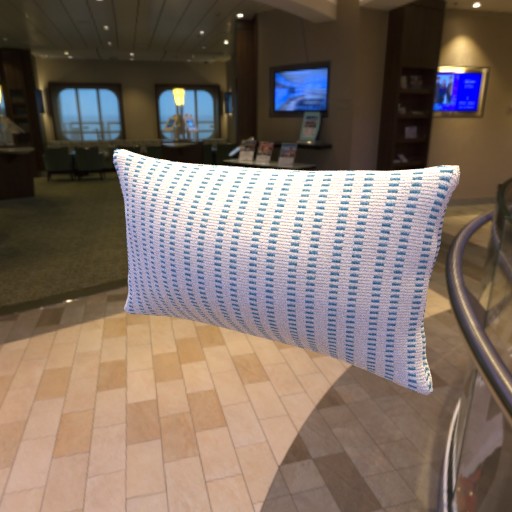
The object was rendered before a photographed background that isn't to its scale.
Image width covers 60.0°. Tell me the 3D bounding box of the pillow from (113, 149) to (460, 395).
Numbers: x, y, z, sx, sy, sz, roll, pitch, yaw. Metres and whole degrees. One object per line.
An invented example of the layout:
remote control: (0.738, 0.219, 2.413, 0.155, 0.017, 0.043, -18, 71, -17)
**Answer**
pillow: (0.000, 0.000, 0.794, 0.640, 0.353, 0.210, 9, 20, 27)
